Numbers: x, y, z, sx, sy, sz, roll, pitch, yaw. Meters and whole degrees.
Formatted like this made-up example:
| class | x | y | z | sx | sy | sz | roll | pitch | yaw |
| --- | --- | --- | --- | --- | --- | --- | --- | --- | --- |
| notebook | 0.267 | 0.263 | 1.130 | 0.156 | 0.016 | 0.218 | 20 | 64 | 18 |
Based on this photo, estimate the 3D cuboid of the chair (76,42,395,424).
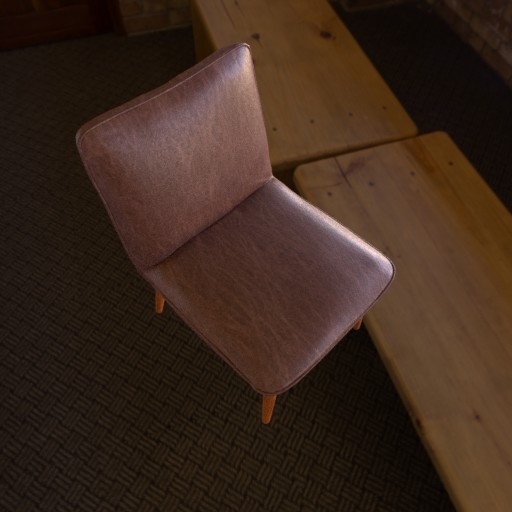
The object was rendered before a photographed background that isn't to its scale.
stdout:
| class | x | y | z | sx | sy | sz | roll | pitch | yaw |
| --- | --- | --- | --- | --- | --- | --- | --- | --- | --- |
| chair | 0.000 | 0.000 | 1.202 | 0.645 | 0.803 | 0.543 | 36 | 64 | 21 |
